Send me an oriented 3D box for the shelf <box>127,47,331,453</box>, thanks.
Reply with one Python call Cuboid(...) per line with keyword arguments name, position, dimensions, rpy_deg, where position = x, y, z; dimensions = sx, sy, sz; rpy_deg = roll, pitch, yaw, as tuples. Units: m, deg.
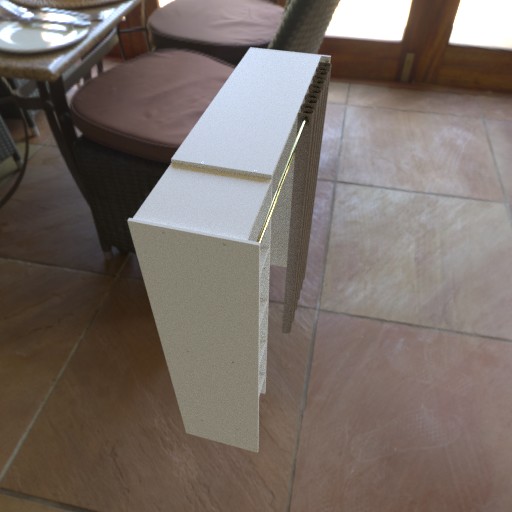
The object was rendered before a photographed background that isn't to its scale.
Cuboid(name="shelf", position=(0.000, 0.000, 2.691), dimensions=(0.500, 1.820, 1.600), rpy_deg=(11, 47, 10))
